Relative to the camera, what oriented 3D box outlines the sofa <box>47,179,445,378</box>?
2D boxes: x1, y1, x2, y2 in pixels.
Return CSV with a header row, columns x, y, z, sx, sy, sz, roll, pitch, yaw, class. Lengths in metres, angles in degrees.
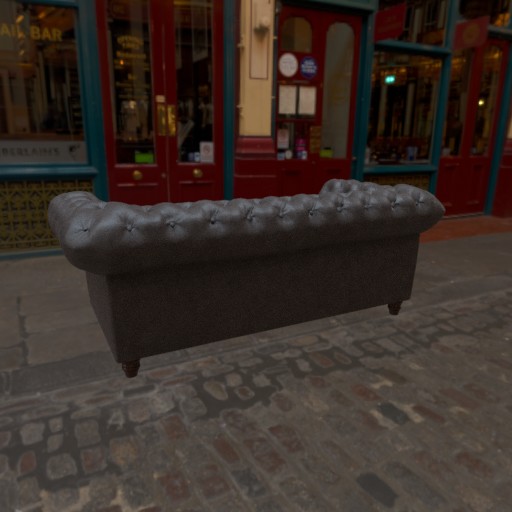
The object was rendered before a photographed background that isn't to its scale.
x,y,z,sx,sy,sz,roll,pitch,yaw,class
0.000,0.000,2.496,2.048,0.779,0.944,-8,17,-26,sofa
